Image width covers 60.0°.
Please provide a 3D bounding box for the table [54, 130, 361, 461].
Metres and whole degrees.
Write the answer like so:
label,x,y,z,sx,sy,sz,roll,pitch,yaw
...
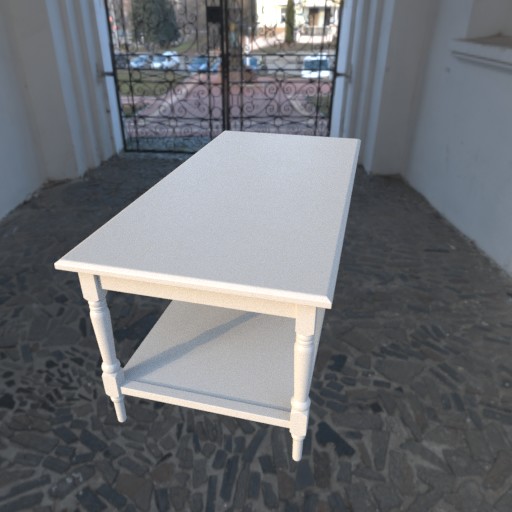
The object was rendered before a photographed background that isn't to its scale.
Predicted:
label,x,y,z,sx,sy,sz,roll,pitch,yaw
table,0.000,0.000,1.415,0.551,0.506,1.109,7,30,12
